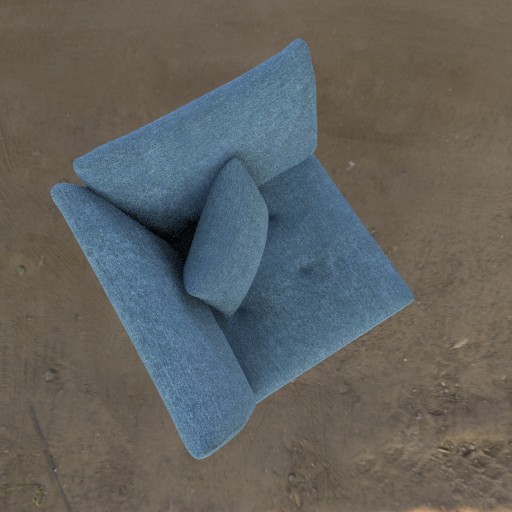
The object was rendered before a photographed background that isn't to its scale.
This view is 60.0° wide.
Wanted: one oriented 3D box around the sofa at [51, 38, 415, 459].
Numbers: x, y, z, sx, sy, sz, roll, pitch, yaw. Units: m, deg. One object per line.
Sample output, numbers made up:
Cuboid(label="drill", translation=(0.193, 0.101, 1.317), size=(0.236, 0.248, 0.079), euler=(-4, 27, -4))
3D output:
Cuboid(label="sofa", translation=(0.000, 0.000, 1.728), size=(1.000, 0.820, 1.000), euler=(-31, 78, -7))
